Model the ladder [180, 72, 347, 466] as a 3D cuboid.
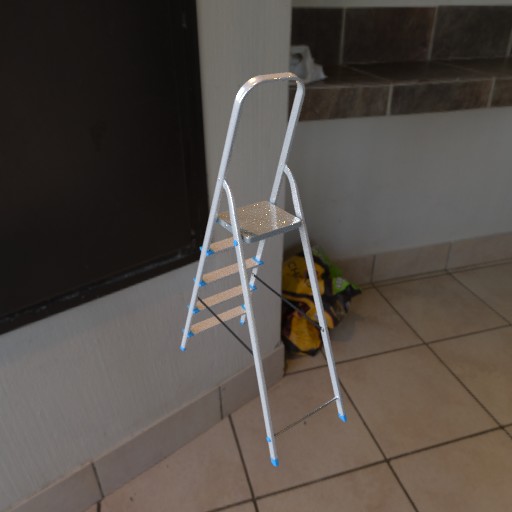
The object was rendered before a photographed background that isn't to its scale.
[{"bbox_3d":[0.000,0.000,2.111,0.468,1.648,0.990,-19,36,-29],"label":"ladder"}]
